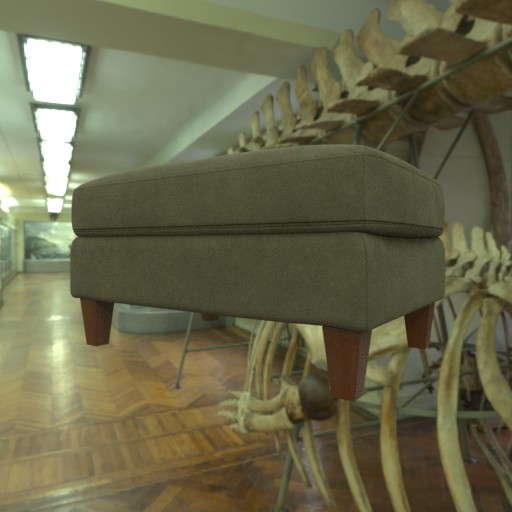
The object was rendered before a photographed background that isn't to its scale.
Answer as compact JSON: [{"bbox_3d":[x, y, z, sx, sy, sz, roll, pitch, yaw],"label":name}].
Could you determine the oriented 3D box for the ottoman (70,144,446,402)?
[{"bbox_3d":[0.000,0.000,1.188,0.864,0.483,0.584,1,2,35],"label":"ottoman"}]
